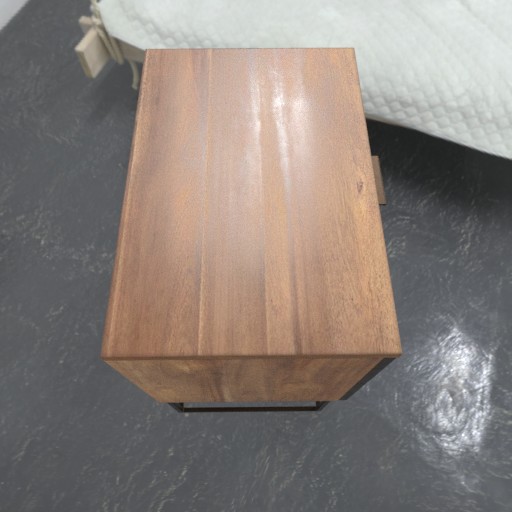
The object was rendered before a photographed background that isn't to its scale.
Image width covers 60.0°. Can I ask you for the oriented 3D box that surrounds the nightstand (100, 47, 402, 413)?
[{"bbox_3d":[0.000,0.000,1.005,0.427,0.611,0.605,0,64,0],"label":"nightstand"}]
